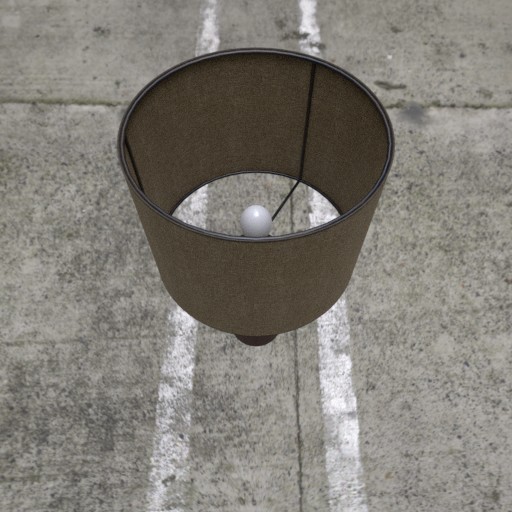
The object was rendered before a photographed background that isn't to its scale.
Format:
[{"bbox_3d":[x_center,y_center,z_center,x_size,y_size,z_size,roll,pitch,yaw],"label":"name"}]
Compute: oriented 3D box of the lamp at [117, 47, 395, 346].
[{"bbox_3d":[0.000,0.000,0.473,0.202,0.350,0.202,0,57,0],"label":"lamp"}]
